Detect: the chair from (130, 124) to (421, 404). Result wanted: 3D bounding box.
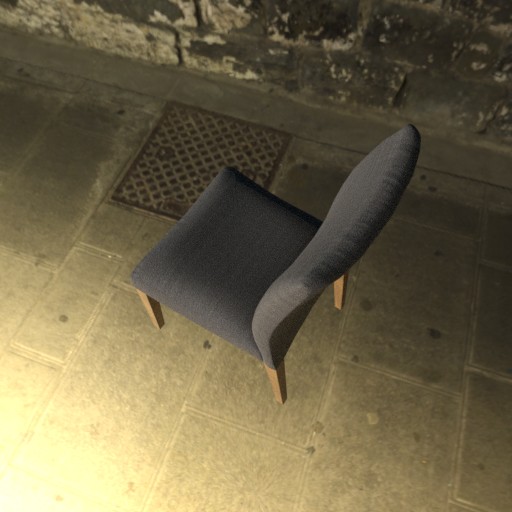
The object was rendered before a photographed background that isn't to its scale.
[{"bbox_3d":[0.000,0.000,1.268,0.585,0.940,0.496,30,66,15],"label":"chair"}]
